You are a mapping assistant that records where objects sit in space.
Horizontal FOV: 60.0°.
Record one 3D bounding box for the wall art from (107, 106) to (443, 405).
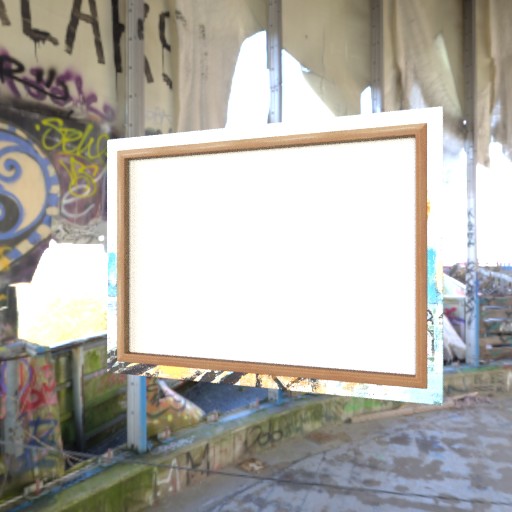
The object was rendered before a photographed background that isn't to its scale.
[{"bbox_3d":[0.000,0.000,1.305,1.016,0.762,0.038,0,0,19],"label":"wall art"}]
